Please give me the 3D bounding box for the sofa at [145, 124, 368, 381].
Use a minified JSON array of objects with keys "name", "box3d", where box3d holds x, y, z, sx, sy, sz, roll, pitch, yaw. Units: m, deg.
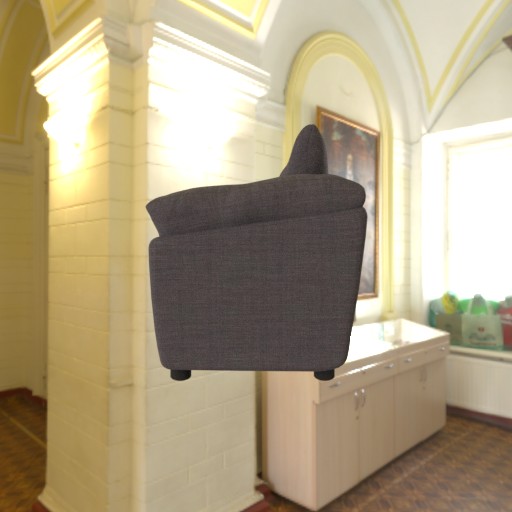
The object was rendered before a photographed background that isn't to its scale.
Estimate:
[{"name":"sofa","box3d":[0.000,0.000,2.854,0.883,1.080,2.336,0,-1,0]}]
